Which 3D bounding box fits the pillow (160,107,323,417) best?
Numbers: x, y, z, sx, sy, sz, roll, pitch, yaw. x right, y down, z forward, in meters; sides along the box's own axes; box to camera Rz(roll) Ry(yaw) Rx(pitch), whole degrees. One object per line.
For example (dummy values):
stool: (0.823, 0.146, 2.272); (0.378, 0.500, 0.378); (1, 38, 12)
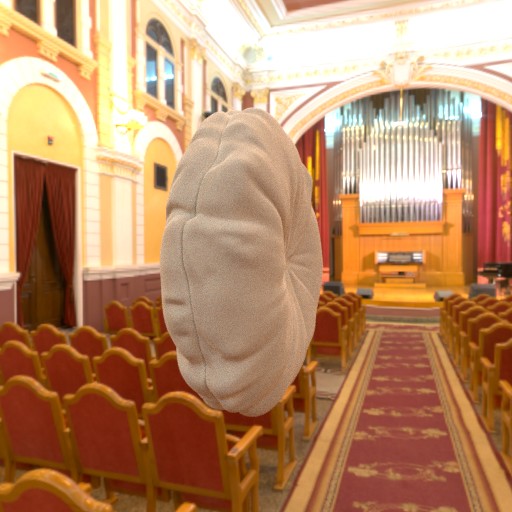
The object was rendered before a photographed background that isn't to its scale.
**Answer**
pillow: (0.000, 0.000, 0.643); (0.148, 0.407, 0.428); (0, 1, 19)
